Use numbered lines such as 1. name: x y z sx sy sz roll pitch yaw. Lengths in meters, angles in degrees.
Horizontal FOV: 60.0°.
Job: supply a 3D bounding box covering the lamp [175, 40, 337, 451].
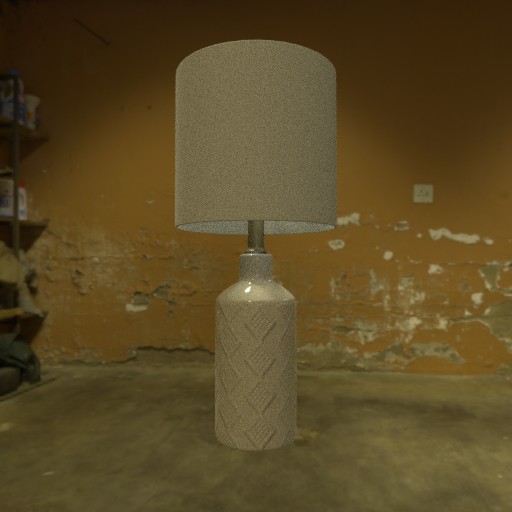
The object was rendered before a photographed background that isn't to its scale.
1. lamp: 0.000 0.000 0.574 0.207 0.461 0.207 1 -2 -37
